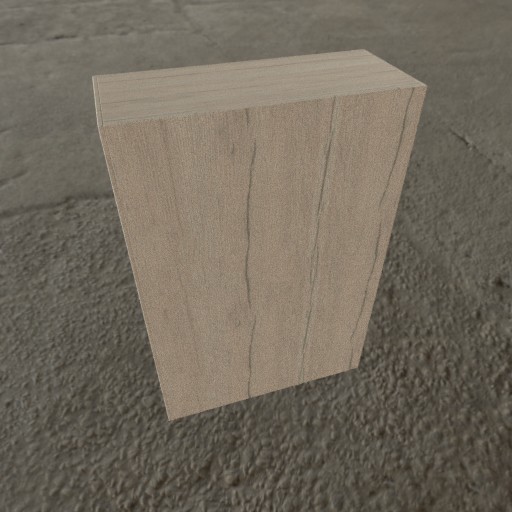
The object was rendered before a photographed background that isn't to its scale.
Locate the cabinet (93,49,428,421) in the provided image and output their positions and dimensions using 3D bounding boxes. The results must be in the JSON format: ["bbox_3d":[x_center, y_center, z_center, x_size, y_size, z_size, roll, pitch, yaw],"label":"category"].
[{"bbox_3d":[0.000,0.000,2.665,1.400,2.070,0.580,-12,42,-13],"label":"cabinet"}]
